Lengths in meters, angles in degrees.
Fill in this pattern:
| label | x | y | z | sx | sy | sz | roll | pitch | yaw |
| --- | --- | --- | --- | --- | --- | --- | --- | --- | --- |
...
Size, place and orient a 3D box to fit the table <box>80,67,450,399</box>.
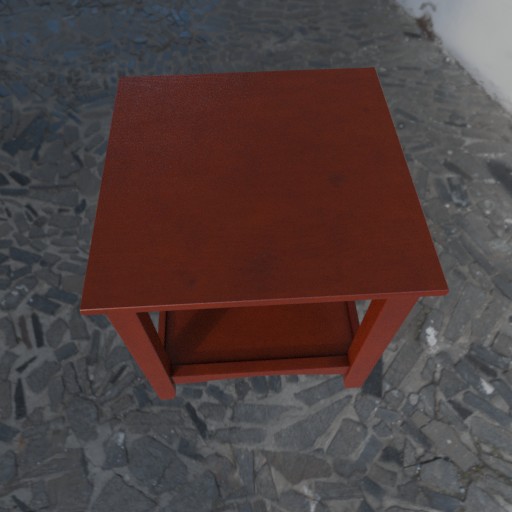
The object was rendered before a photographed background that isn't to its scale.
| label | x | y | z | sx | sy | sz | roll | pitch | yaw |
| --- | --- | --- | --- | --- | --- | --- | --- | --- | --- |
| table | 0.000 | 0.000 | 0.966 | 0.523 | 0.558 | 0.522 | -1 | 57 | -1 |
